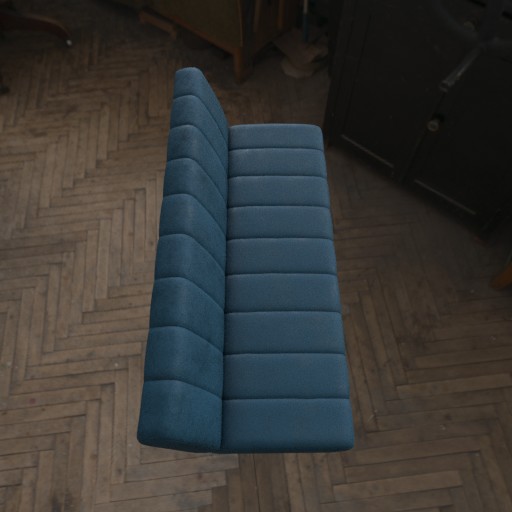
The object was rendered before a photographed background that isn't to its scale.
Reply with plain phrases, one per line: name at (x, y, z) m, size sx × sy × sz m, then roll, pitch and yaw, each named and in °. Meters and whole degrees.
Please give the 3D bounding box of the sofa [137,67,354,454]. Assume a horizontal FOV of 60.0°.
sofa at (0.000, 0.000, 2.240) m, size 0.830 × 0.825 × 1.810 m, roll -1°, pitch 62°, yaw 0°
